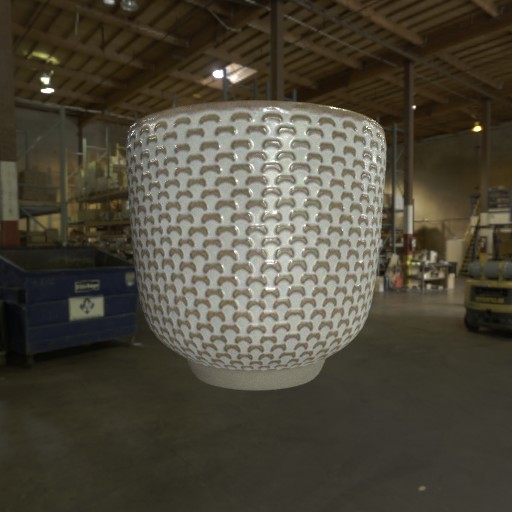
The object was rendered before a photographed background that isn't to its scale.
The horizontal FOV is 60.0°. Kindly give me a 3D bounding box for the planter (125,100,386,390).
[{"bbox_3d":[0.000,0.000,0.247,0.139,0.130,0.139,0,2,0],"label":"planter"}]
